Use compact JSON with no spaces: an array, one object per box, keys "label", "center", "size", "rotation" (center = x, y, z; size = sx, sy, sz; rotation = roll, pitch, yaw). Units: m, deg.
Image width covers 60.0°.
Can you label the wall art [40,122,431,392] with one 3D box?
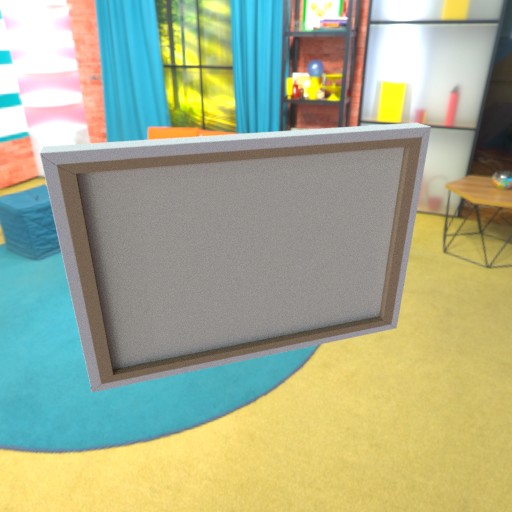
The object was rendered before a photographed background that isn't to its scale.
[{"label":"wall art","center":[0.000,0.000,0.774],"size":[0.608,0.414,0.042],"rotation":[-8,28,-16]}]
